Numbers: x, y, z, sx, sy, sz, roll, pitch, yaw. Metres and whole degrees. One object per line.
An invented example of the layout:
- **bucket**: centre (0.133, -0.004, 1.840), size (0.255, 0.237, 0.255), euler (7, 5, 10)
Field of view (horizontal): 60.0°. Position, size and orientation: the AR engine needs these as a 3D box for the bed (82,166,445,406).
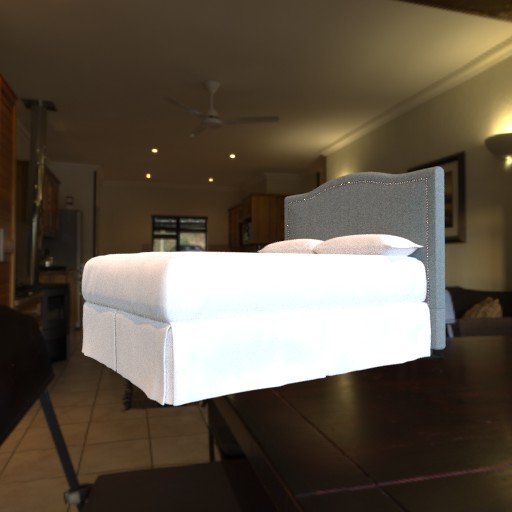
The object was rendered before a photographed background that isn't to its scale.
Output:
- **bed**: centre (0.000, 0.000, 3.310), size (2.143, 1.460, 1.753), euler (1, -1, -35)
